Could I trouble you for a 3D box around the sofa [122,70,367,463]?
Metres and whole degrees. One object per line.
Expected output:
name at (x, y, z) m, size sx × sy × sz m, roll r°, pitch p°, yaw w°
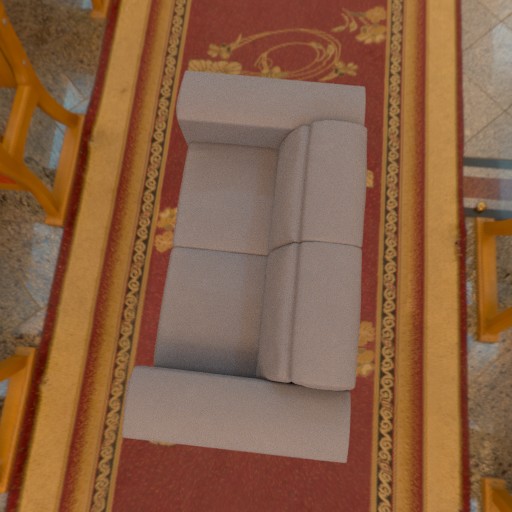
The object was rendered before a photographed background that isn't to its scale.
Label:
sofa at (0.000, 0.000, 2.367) m, size 1.003 × 0.779 × 1.895 m, roll 6°, pitch 75°, yaw 2°
